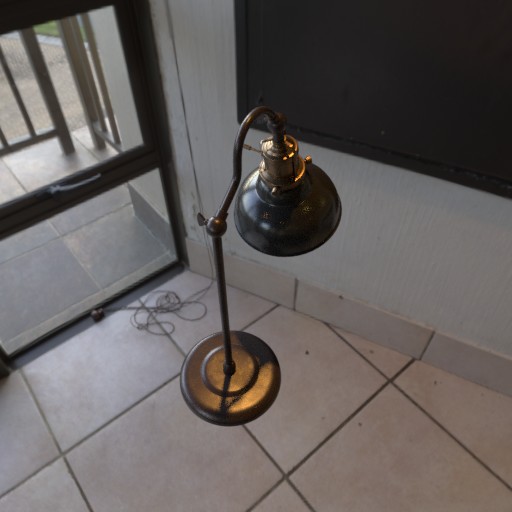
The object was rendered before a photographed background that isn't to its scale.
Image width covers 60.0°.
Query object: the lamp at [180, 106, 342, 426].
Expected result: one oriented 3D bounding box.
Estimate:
[{"bbox_3d":[0.000,0.000,0.707,0.192,0.508,0.374,25,52,21],"label":"lamp"}]
